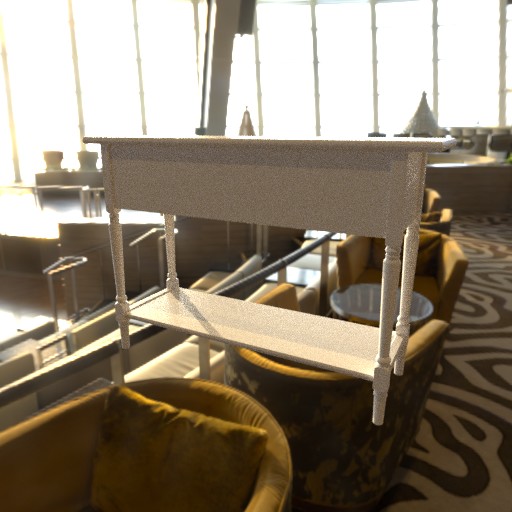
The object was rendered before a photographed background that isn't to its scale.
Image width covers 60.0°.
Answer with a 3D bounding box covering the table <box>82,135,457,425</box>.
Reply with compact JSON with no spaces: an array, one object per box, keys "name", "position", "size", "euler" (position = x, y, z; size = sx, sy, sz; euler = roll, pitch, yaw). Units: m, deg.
[{"name":"table","position":[0.000,0.000,1.574],"size":[1.191,0.814,0.386],"euler":[8,18,27]}]
